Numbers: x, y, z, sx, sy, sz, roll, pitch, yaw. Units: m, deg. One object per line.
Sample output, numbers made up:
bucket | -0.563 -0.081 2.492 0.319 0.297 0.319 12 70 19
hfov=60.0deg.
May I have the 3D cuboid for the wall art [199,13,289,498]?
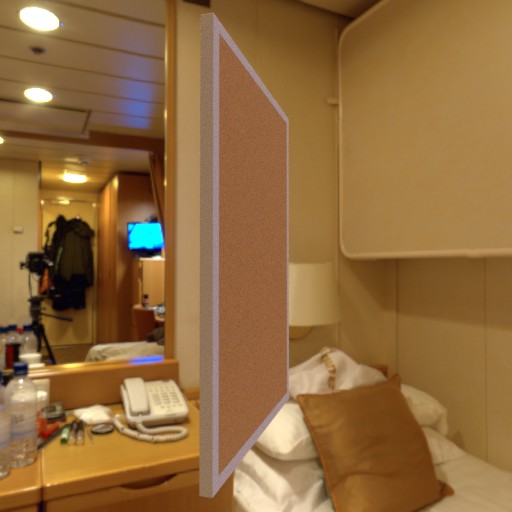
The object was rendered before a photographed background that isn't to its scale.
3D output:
wall art | 0.000 0.000 0.542 0.013 0.433 0.303 0 -1 17
